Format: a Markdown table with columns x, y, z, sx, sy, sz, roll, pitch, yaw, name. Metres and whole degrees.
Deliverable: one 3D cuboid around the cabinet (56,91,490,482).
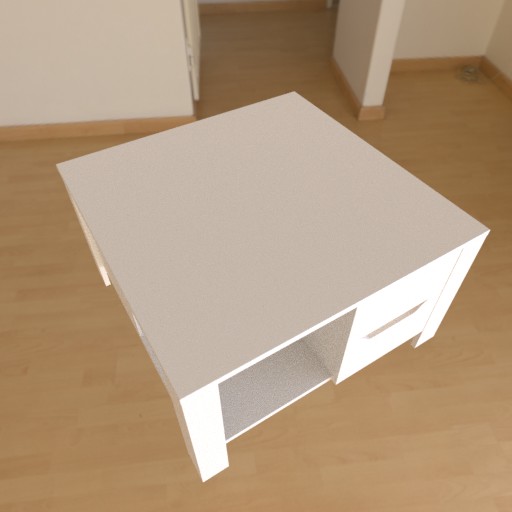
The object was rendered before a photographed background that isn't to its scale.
| x | y | z | sx | sy | sz | roll | pitch | yaw | name |
| --- | --- | --- | --- | --- | --- | --- | --- | --- | --- |
| 0.000 | 0.000 | 1.296 | 0.800 | 0.460 | 0.800 | -24 | 52 | -21 | cabinet |
